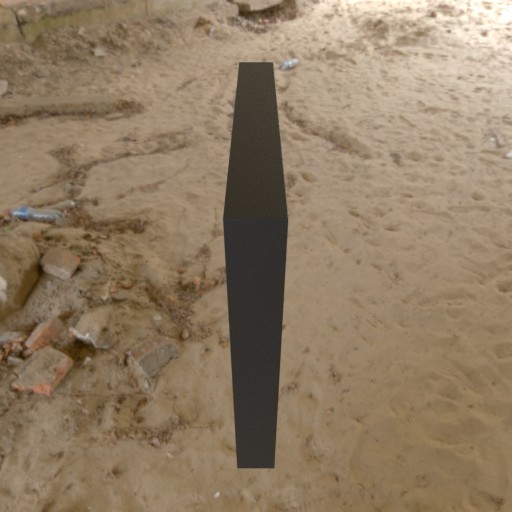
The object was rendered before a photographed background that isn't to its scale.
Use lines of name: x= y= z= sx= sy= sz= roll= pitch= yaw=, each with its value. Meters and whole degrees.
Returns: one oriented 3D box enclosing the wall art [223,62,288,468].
wall art: x=0.000 y=0.000 z=0.467 sx=0.038 sy=0.304 sz=0.304 roll=0 pitch=39 yaw=0
